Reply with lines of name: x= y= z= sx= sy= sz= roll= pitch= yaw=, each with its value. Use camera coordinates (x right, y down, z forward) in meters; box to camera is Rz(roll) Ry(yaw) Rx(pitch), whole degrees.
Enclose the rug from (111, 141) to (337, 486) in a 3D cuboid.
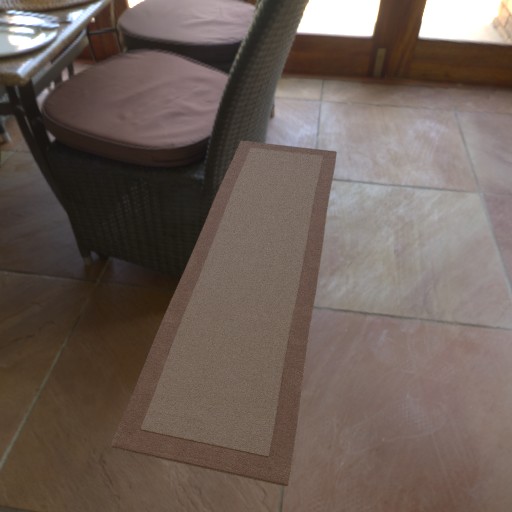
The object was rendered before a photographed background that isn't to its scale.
rug: x=0.000 y=0.000 z=2.632 sx=0.767 sy=0.012 sz=2.430 roll=8 pitch=47 yaw=8
